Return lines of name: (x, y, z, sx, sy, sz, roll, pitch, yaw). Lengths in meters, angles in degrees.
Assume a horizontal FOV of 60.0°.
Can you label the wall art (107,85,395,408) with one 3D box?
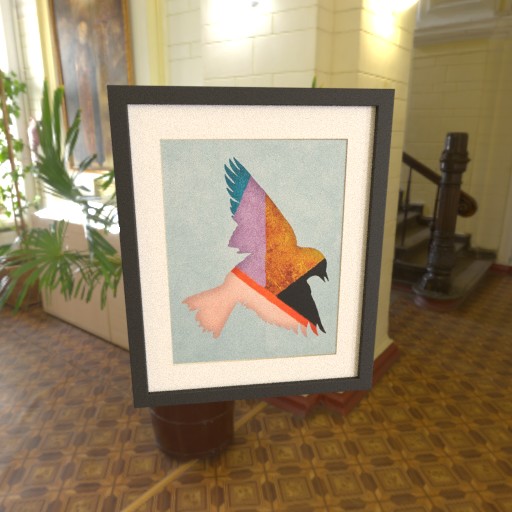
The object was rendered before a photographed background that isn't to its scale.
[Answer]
wall art: (0.000, 0.000, 0.783, 0.457, 0.558, 0.028, -2, 16, -8)
